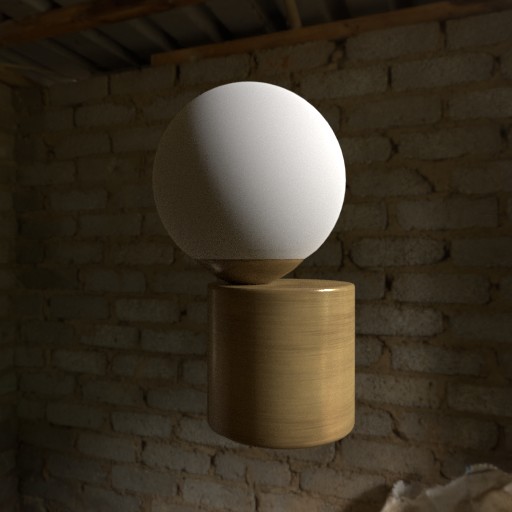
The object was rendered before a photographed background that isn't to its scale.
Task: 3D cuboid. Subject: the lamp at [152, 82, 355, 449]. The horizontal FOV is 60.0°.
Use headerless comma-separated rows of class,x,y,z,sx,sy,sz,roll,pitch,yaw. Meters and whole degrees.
lamp,0.000,0.000,0.334,0.152,0.250,0.141,0,0,-19
